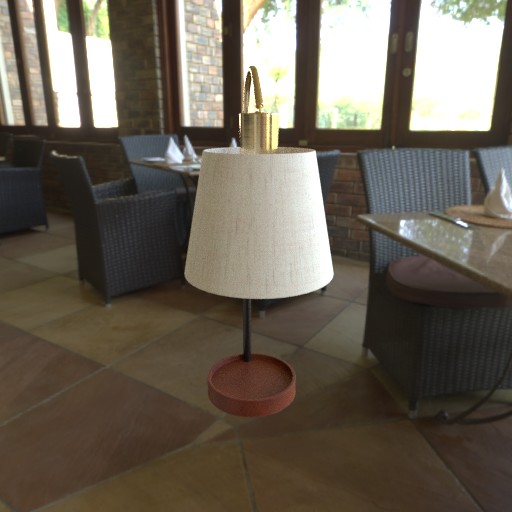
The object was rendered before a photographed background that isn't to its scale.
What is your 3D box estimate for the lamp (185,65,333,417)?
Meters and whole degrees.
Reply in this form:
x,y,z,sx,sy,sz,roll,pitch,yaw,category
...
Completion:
x,y,z,sx,sy,sz,roll,pitch,yaw,category
0.000,0.000,0.661,0.211,0.536,0.273,-2,17,-7,lamp
